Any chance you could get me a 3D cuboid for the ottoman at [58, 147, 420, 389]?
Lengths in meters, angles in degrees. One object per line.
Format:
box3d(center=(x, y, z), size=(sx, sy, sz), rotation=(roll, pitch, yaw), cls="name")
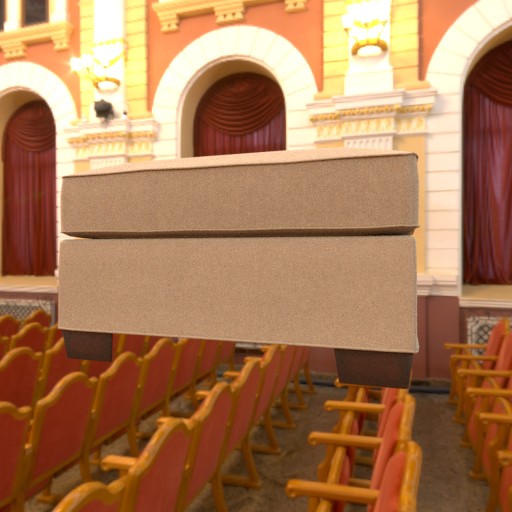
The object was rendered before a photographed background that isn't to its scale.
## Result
box3d(center=(0.000, 0.000, 1.244), size=(0.846, 0.503, 0.617), rotation=(0, 0, 18), cls="ottoman")
